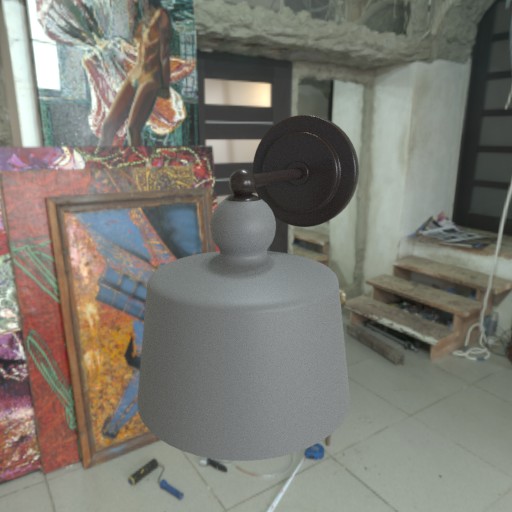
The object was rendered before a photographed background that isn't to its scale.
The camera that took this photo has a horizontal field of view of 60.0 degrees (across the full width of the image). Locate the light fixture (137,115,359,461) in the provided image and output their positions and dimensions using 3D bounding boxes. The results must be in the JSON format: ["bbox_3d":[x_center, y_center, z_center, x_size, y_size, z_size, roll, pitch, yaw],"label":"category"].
[{"bbox_3d":[0.000,0.000,0.425,0.204,0.268,0.254,7,16,26],"label":"light fixture"}]
